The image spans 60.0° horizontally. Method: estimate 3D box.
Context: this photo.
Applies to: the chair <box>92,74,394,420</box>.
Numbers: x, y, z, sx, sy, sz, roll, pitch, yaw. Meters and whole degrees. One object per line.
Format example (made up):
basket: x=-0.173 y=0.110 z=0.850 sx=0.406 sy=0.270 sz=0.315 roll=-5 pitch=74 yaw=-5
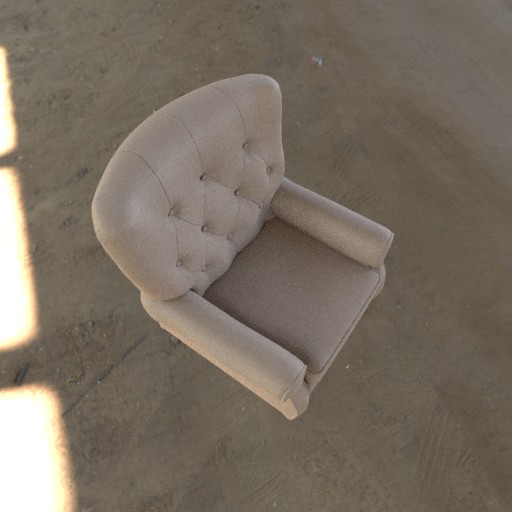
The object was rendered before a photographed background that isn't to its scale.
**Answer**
chair: x=0.000 y=0.000 z=1.974 sx=1.041 sy=1.138 sz=0.999 roll=31 pitch=62 yaw=18
